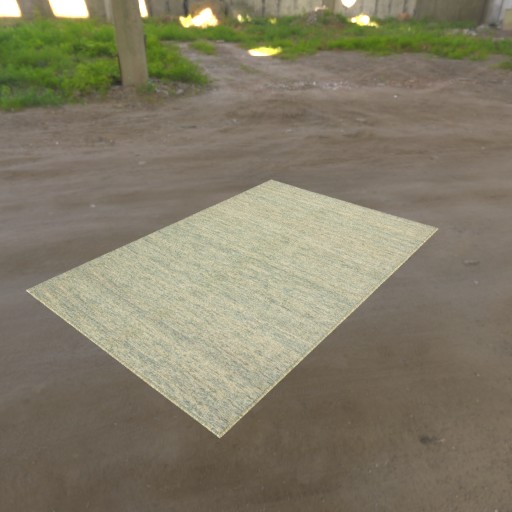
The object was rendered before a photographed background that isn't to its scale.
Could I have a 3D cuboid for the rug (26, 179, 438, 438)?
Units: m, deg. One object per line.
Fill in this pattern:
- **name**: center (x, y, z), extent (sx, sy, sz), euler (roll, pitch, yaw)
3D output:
- **rug**: center (0.000, 0.000, 2.332), extent (1.250, 0.015, 1.850), euler (23, 37, 33)
